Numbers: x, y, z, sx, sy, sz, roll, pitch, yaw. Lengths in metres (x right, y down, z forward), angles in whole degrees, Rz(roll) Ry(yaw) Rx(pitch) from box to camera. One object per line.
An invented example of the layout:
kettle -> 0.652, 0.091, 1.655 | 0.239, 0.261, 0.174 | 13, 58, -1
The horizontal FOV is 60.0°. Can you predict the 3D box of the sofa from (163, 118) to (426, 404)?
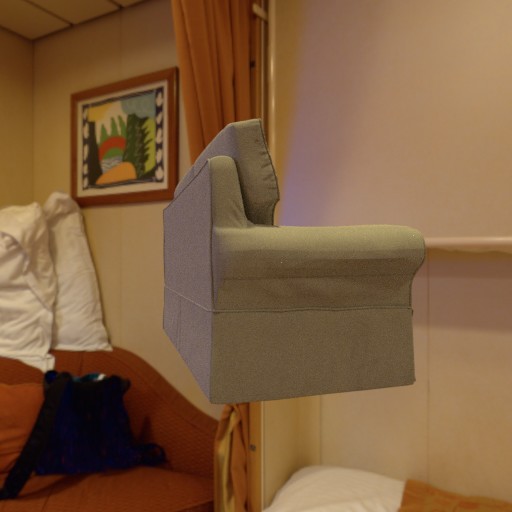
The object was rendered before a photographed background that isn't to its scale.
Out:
sofa -> 0.000, 0.000, 2.403 | 0.841, 1.024, 1.823 | 0, -1, -17
